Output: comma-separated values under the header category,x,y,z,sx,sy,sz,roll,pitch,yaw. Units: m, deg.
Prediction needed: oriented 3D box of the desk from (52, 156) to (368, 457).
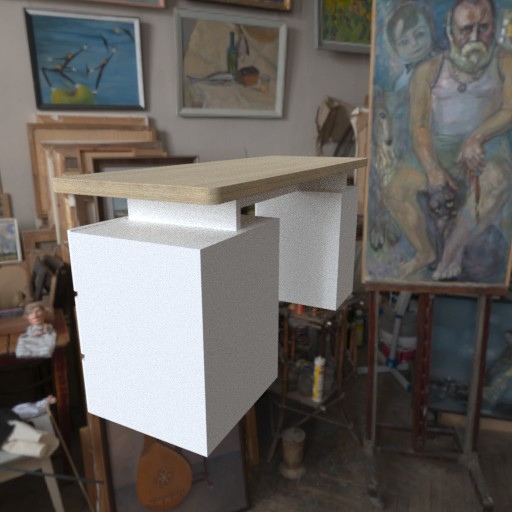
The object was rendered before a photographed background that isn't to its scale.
category,x,y,z,sx,sy,sz,roll,pitch,yaw
desk,0.000,0.000,1.871,0.550,0.755,1.500,8,17,26
